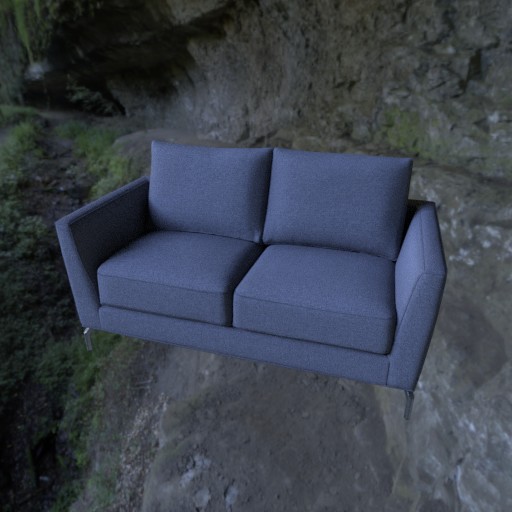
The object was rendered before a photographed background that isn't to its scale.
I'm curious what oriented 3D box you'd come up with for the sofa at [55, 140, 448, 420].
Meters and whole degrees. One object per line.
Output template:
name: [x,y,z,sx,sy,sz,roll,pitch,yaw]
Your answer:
sofa: [0.000,0.000,2.130,1.594,0.924,0.803,8,27,15]
